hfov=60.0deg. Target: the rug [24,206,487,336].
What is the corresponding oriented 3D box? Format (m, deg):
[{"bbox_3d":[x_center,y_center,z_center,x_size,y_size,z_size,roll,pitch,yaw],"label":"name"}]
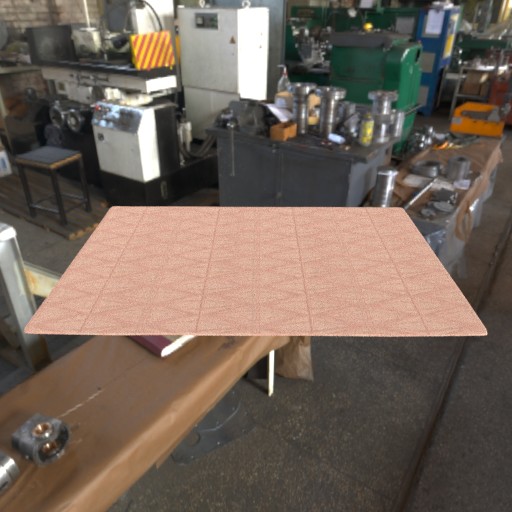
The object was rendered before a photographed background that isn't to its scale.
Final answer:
[{"bbox_3d":[0.000,0.000,2.944,2.390,0.015,1.609,0,30,0],"label":"rug"}]
